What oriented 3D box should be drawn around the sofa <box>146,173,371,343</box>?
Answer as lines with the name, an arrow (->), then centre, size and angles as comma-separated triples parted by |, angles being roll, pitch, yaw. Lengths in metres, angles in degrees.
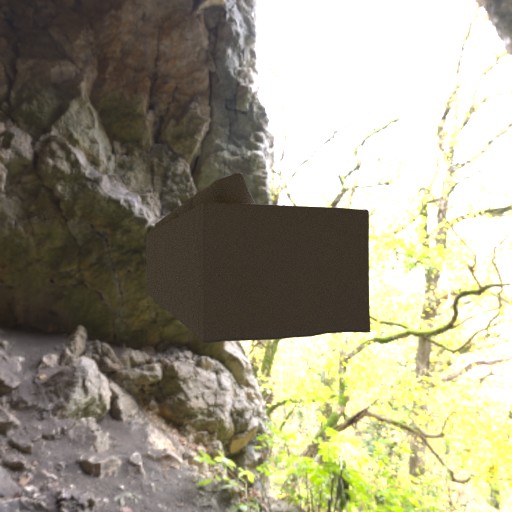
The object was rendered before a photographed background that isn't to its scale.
sofa -> 0.000, 0.000, 3.889 | 1.622, 0.871, 3.206 | 0, 0, -19
